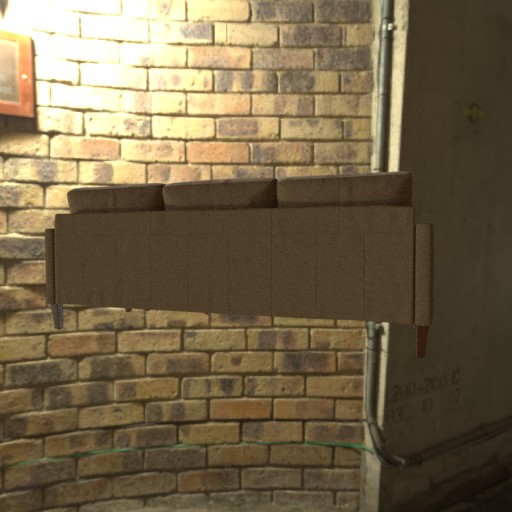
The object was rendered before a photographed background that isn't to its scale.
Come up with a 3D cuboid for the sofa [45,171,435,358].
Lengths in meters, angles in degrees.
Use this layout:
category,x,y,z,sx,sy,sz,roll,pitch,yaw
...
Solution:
category,x,y,z,sx,sy,sz,roll,pitch,yaw
sofa,0.000,0.000,3.005,2.178,0.875,1.506,1,2,19
